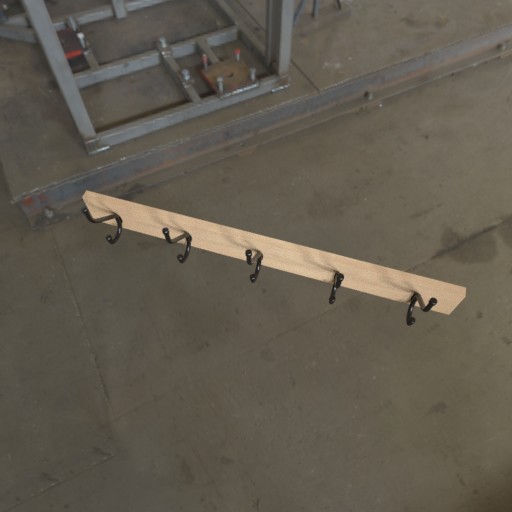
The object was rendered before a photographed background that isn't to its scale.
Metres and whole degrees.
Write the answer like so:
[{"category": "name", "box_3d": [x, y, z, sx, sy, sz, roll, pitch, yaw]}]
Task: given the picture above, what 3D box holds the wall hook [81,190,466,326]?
[{"category": "wall hook", "box_3d": [0.000, 0.000, 0.626, 0.571, 0.117, 0.071, 15, 60, 9]}]
